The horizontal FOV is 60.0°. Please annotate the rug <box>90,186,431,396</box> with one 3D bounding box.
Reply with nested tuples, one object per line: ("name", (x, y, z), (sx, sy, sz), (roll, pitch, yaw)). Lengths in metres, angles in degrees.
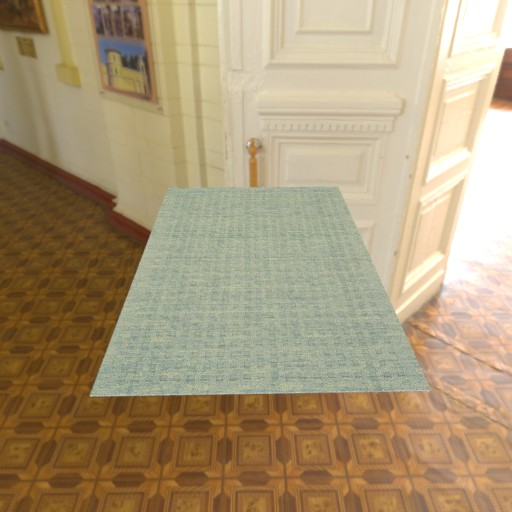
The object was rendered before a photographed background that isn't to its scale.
("rug", (0.000, 0.000, 2.230), (1.142, 0.006, 1.752), (-1, 32, -1))
